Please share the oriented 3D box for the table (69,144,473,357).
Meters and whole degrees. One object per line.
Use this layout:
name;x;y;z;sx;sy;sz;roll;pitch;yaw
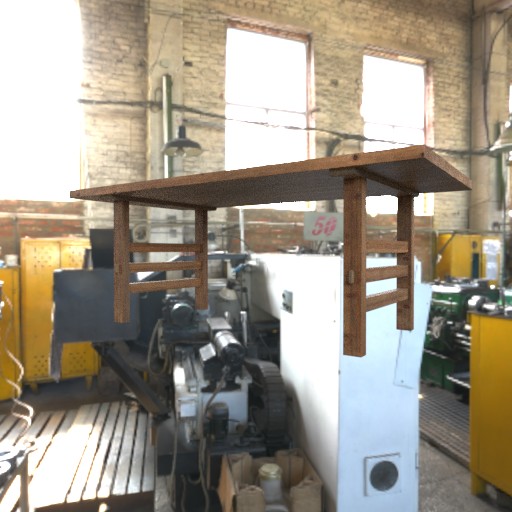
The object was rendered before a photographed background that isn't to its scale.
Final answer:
table;0.000;0.000;2.419;2.003;0.760;0.952;1;1;35
